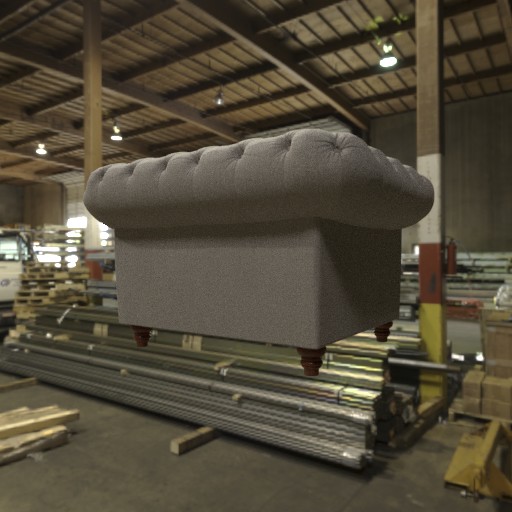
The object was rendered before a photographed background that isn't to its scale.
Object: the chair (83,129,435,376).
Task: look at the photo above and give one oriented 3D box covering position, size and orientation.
[{"bbox_3d":[0.000,0.000,1.891,1.270,0.770,0.976,0,0,35],"label":"chair"}]
